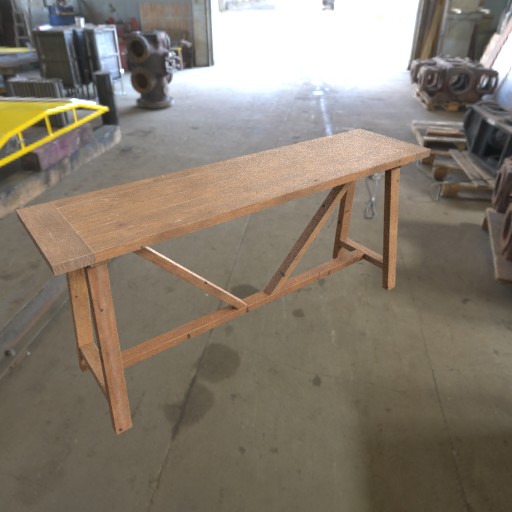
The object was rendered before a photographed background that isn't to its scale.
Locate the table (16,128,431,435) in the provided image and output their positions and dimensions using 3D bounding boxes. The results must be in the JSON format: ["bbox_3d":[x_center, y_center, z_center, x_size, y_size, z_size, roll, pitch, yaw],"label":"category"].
[{"bbox_3d":[0.000,0.000,2.096,1.800,0.810,0.465,-21,37,-31],"label":"table"}]
